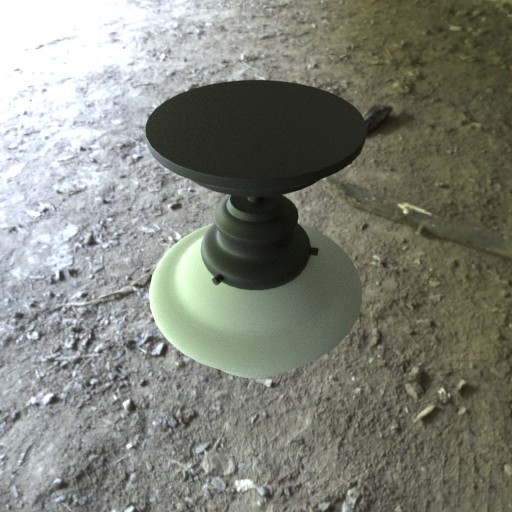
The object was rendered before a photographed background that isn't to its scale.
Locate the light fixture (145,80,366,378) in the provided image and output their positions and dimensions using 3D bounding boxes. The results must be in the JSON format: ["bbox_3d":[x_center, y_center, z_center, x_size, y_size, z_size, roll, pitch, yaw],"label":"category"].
[{"bbox_3d":[0.000,0.000,0.393,0.197,0.254,0.197,0,42,0],"label":"light fixture"}]
